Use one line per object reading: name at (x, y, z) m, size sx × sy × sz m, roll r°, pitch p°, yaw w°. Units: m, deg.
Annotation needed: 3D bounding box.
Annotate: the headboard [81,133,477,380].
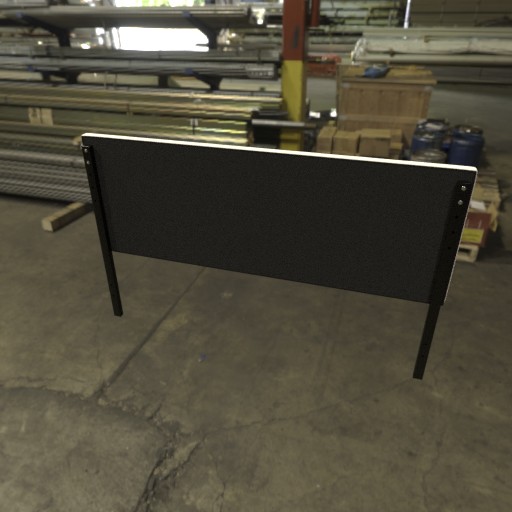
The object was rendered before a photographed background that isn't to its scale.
headboard at (0.000, 0.000, 2.893) m, size 2.362 × 1.410 × 0.120 m, roll 9°, pitch 31°, yaw 15°
